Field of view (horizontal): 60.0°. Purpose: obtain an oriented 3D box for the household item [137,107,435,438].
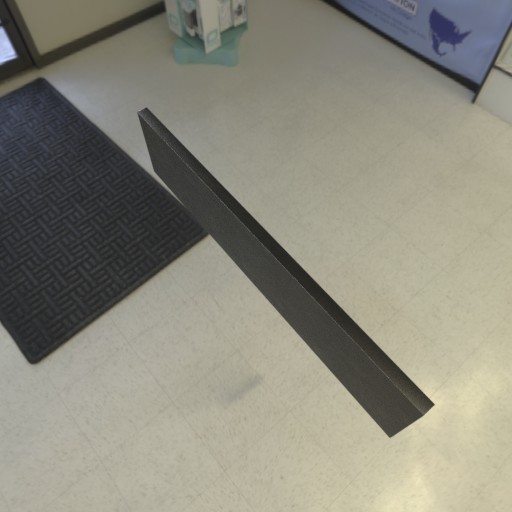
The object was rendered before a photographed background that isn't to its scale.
[{"bbox_3d":[0.000,0.000,1.095,0.030,0.236,1.001,-34,64,-19],"label":"household item"}]
